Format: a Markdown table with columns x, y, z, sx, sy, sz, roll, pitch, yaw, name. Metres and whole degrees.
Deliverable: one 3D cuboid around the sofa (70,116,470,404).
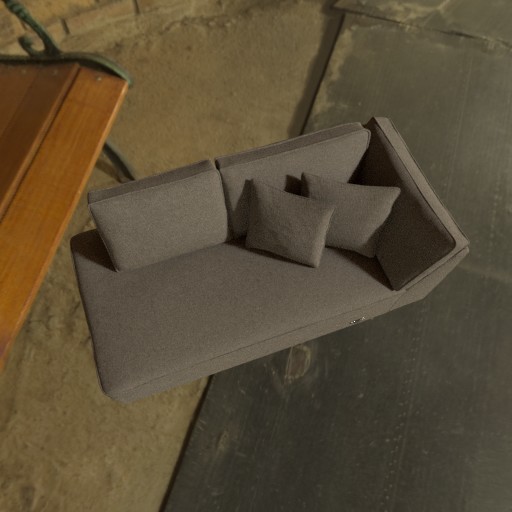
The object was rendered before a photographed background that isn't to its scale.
| x | y | z | sx | sy | sz | roll | pitch | yaw | name |
| --- | --- | --- | --- | --- | --- | --- | --- | --- | --- |
| 0.000 | 0.000 | 2.837 | 2.237 | 1.033 | 1.110 | -18 | 66 | -8 | sofa |
